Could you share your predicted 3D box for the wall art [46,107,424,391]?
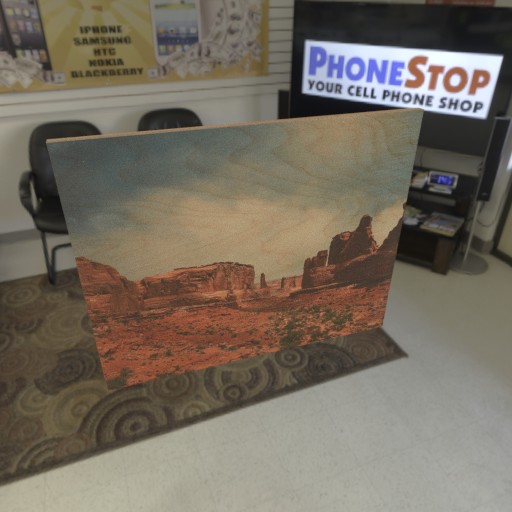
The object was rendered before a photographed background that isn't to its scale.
[{"bbox_3d":[0.000,0.000,0.683,0.508,0.406,0.013,-10,33,-16],"label":"wall art"}]
